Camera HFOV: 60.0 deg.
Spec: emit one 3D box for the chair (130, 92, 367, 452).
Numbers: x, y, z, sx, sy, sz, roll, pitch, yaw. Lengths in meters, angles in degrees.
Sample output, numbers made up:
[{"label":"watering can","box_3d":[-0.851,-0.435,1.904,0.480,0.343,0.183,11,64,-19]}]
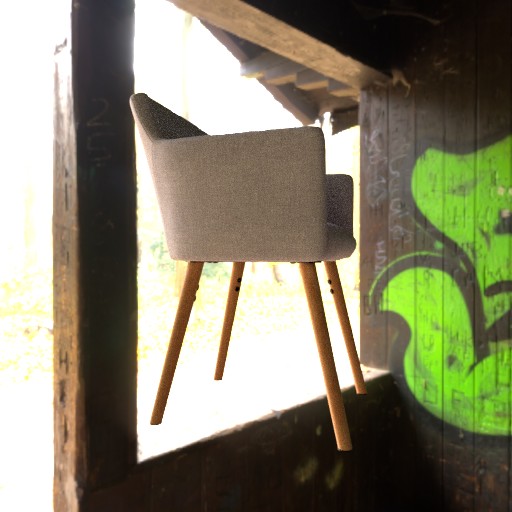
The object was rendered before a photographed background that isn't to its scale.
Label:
[{"label":"chair","box_3d":[0.000,0.000,1.157,0.540,0.780,0.570,0,0,18]}]
